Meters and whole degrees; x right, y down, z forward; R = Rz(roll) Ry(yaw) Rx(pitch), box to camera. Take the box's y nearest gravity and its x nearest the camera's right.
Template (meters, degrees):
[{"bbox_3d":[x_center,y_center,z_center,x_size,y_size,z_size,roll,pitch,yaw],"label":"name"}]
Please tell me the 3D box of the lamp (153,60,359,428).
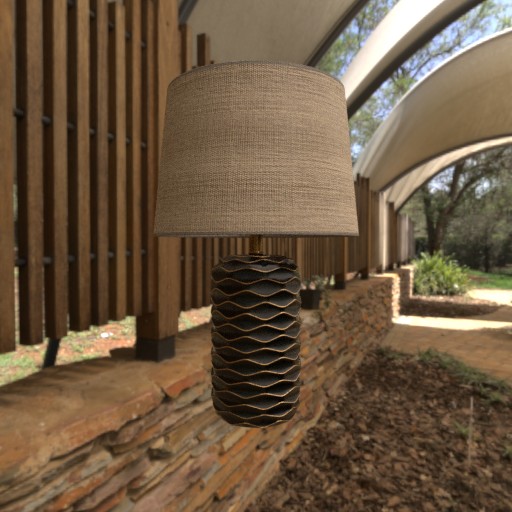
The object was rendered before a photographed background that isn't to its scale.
[{"bbox_3d":[0.000,0.000,0.832,0.376,0.594,0.376,0,2,0],"label":"lamp"}]
